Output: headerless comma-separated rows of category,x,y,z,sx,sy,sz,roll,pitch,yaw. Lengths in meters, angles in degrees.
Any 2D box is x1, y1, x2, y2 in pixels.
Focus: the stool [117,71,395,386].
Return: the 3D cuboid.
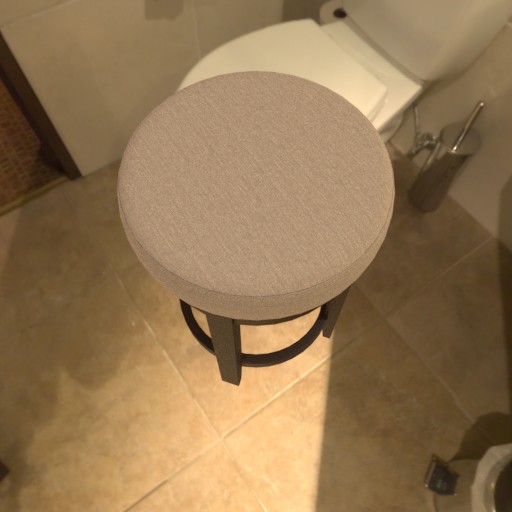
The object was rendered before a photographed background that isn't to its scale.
stool,0.000,0.000,0.962,0.443,0.672,0.443,0,64,0
